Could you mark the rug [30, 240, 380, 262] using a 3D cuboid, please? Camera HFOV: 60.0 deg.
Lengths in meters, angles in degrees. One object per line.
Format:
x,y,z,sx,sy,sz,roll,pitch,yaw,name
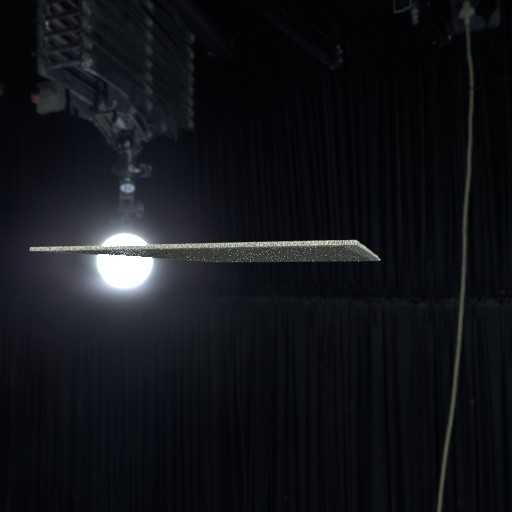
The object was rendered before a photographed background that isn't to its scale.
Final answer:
0.000,0.000,2.970,1.532,0.018,2.297,-1,-2,18,rug
